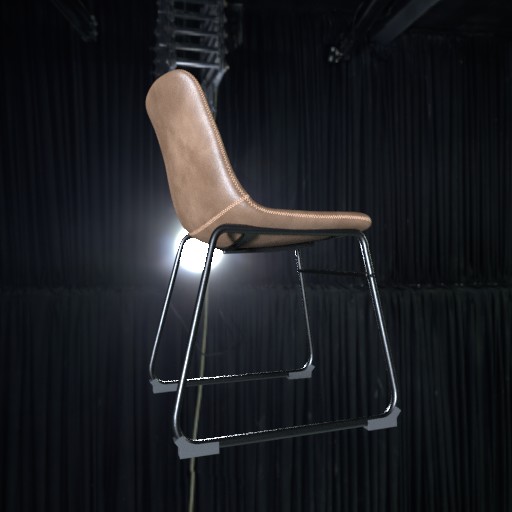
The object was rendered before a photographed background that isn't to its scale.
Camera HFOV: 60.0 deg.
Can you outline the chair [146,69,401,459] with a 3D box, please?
[{"bbox_3d":[0.000,0.000,1.144,0.551,0.780,0.460,0,0,-19],"label":"chair"}]
